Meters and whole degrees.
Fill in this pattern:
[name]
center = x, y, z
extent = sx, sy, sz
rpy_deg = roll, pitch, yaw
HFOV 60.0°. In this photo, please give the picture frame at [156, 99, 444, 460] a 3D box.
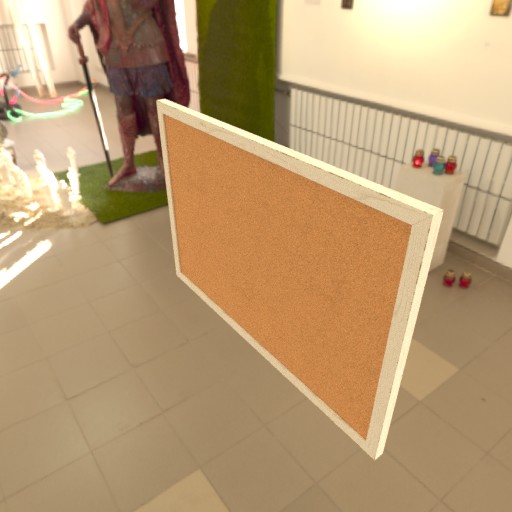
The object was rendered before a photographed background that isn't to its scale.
[picture frame]
center = 0.000, 0.000, 1.190
extent = 0.029, 0.640, 0.950
rpy_deg = -22, 38, -31
